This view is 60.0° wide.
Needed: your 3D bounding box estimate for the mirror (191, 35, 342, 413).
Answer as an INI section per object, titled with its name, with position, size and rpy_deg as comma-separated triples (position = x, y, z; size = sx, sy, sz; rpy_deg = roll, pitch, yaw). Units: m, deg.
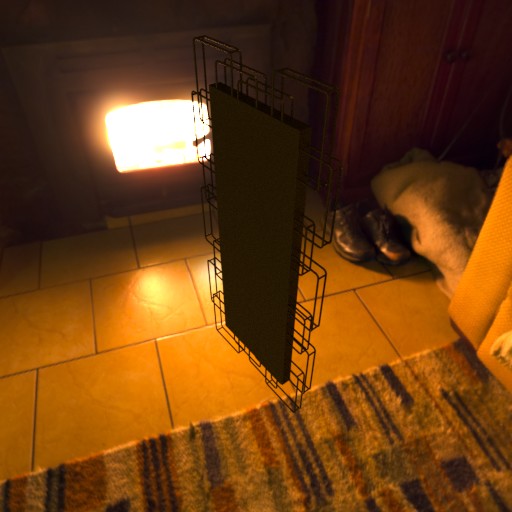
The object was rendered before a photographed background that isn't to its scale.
[mirror]
position = 0.000, 0.000, 1.403
size = 0.037, 1.192, 0.565
rpy_deg = -27, 48, -28
